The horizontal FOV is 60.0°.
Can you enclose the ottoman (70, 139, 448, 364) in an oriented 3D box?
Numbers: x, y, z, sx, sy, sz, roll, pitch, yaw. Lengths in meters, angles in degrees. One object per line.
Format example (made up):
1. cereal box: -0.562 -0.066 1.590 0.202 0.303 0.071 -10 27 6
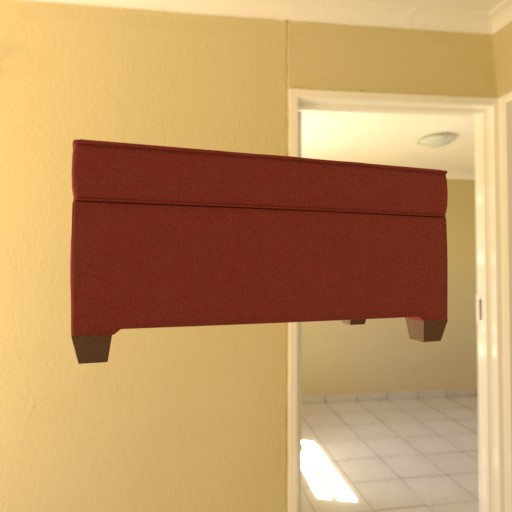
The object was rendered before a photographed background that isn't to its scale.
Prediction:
1. ottoman: 0.000 0.000 1.241 0.948 0.454 0.497 1 -2 -18
